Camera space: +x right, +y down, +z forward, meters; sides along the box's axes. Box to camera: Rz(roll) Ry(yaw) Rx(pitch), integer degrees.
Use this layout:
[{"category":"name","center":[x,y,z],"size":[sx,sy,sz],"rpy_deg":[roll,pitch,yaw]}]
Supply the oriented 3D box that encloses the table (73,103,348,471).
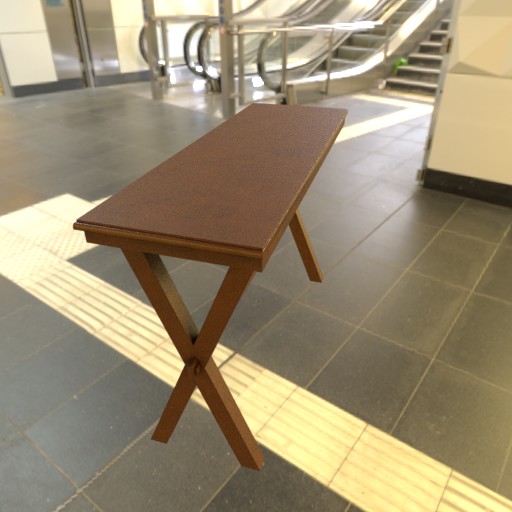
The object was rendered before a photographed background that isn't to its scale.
[{"category":"table","center":[0.000,0.000,1.521],"size":[0.399,0.763,1.197],"rpy_deg":[9,32,15]}]
